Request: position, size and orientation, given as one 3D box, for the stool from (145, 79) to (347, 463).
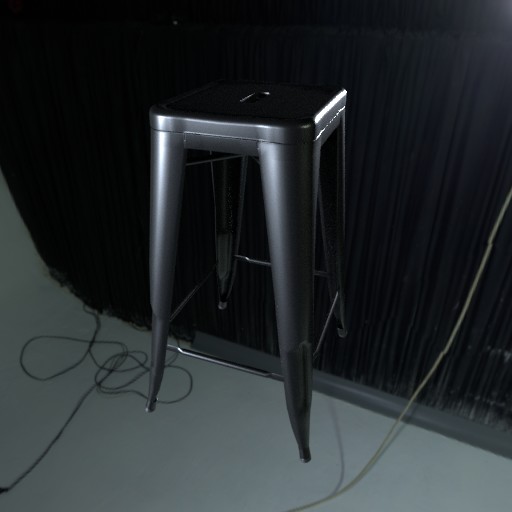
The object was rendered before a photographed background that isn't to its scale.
[{"bbox_3d":[0.000,0.000,0.878,0.359,0.609,0.399,10,32,17],"label":"stool"}]
